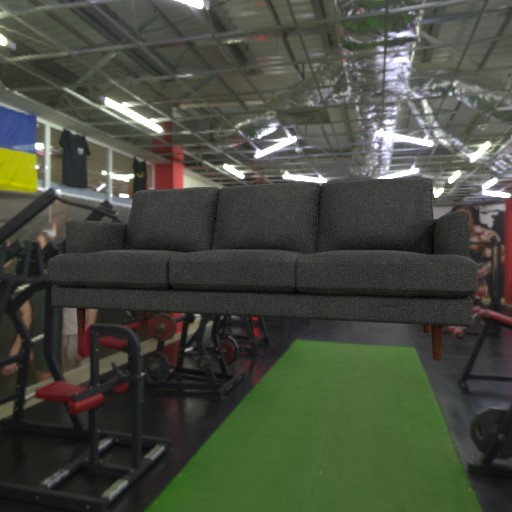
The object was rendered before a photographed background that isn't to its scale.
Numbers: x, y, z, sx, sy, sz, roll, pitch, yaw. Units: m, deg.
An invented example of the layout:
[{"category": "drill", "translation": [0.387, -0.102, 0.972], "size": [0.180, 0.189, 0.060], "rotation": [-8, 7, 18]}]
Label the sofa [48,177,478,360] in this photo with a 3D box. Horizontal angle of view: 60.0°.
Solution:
[{"category": "sofa", "translation": [0.000, 0.000, 2.613], "size": [2.246, 0.930, 0.903], "rotation": [0, 1, 17]}]
